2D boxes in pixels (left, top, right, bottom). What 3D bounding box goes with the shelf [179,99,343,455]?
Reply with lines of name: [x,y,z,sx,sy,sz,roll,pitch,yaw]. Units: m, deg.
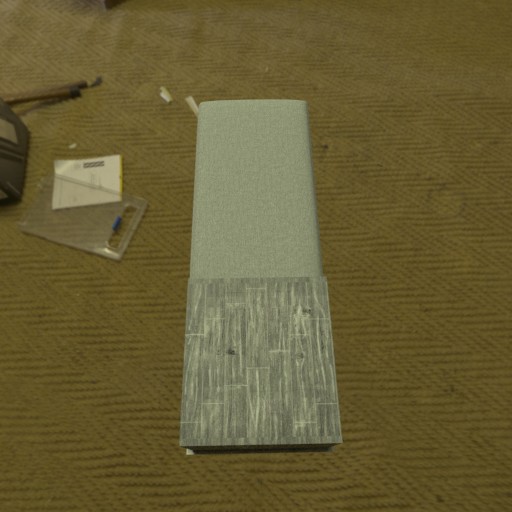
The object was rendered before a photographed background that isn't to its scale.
shelf: [0.000,0.000,1.645,0.457,0.633,1.342,-1,64,0]
